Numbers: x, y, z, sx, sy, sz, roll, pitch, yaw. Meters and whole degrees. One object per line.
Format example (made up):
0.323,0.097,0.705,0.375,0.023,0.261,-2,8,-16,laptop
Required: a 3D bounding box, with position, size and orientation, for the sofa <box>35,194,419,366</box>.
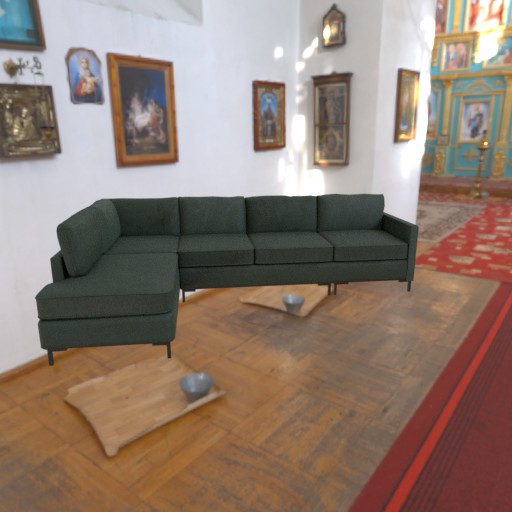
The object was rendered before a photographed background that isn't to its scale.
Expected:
0.000,0.000,4.248,3.384,0.996,2.048,-2,15,-7,sofa
